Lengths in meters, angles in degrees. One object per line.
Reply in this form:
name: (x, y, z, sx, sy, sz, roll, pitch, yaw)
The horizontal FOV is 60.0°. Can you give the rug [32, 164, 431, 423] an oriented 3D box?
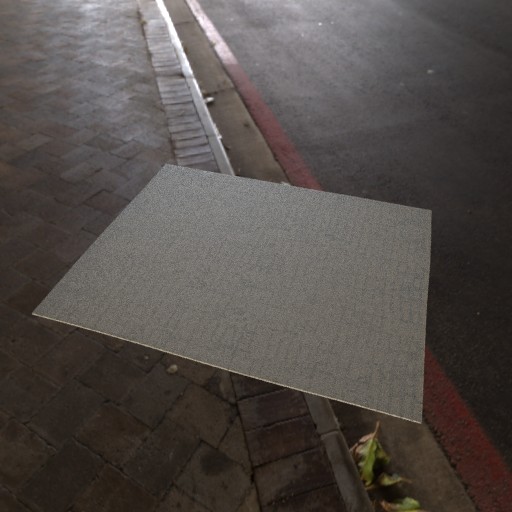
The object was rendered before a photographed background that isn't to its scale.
rug: (0.000, 0.000, 4.094, 3.061, 0.014, 2.447, 12, 44, 13)
